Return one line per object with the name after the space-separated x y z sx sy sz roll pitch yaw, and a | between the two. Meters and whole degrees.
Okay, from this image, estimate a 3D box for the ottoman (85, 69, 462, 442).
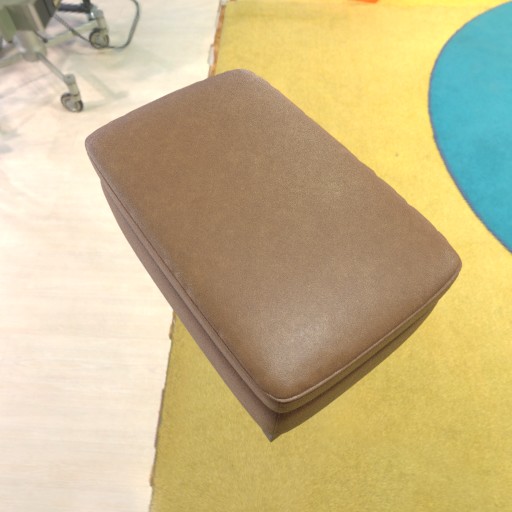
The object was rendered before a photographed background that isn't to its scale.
0.000 0.000 0.971 0.420 0.480 0.670 -32 63 -18 | ottoman
